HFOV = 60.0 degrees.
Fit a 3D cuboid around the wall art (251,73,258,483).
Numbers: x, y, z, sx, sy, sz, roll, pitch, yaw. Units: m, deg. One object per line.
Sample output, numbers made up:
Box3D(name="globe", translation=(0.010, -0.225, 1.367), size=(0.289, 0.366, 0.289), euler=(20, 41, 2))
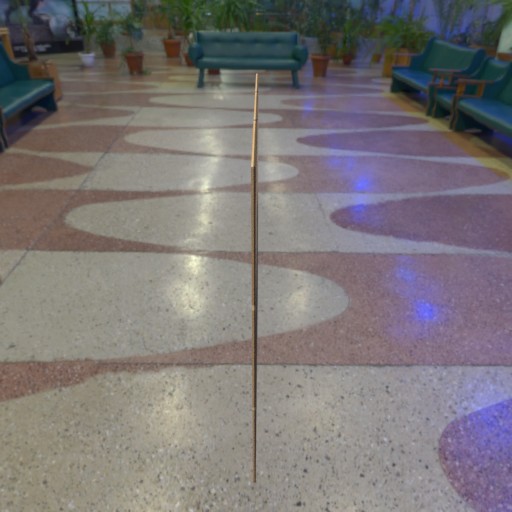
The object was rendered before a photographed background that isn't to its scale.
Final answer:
Box3D(name="wall art", translation=(0.000, 0.000, 2.295), size=(0.013, 1.525, 1.520), euler=(0, 32, 0))
